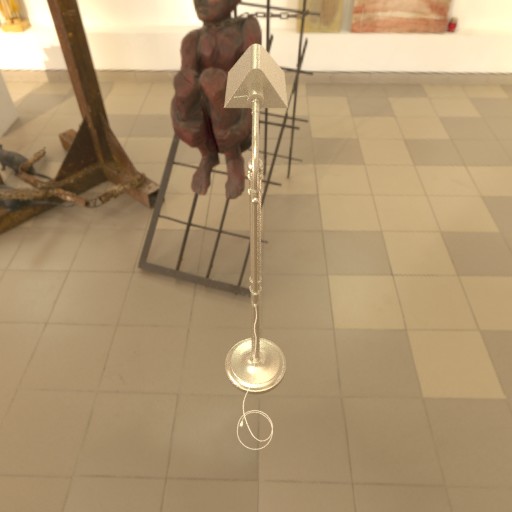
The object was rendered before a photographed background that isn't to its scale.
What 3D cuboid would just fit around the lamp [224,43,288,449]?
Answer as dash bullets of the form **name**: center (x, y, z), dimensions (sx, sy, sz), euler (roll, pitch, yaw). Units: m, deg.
- **lamp**: center (0.000, 0.000, 0.952), dimensions (0.159, 0.708, 0.546), euler (1, 46, 1)
